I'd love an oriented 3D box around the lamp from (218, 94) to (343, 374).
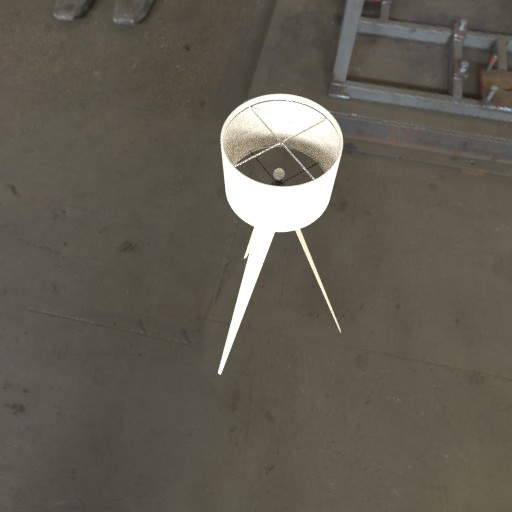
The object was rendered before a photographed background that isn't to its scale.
[{"bbox_3d":[0.000,0.000,1.941,0.724,1.524,0.716,-30,67,-15],"label":"lamp"}]
